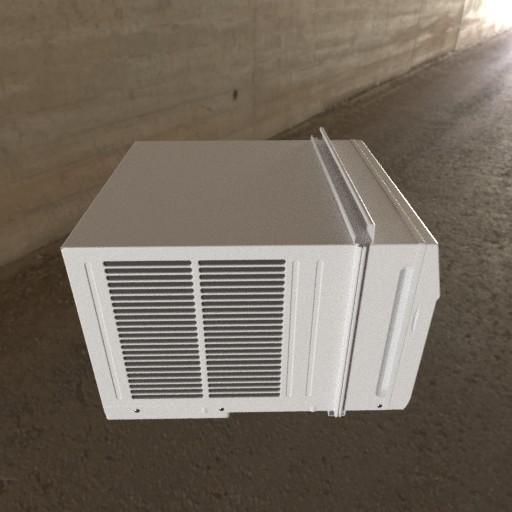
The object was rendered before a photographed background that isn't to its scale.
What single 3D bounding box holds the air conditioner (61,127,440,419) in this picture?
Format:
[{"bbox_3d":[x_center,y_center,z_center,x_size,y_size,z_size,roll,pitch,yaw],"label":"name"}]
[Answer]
[{"bbox_3d":[0.000,0.000,0.898,0.546,0.388,0.503,-1,32,-1],"label":"air conditioner"}]
